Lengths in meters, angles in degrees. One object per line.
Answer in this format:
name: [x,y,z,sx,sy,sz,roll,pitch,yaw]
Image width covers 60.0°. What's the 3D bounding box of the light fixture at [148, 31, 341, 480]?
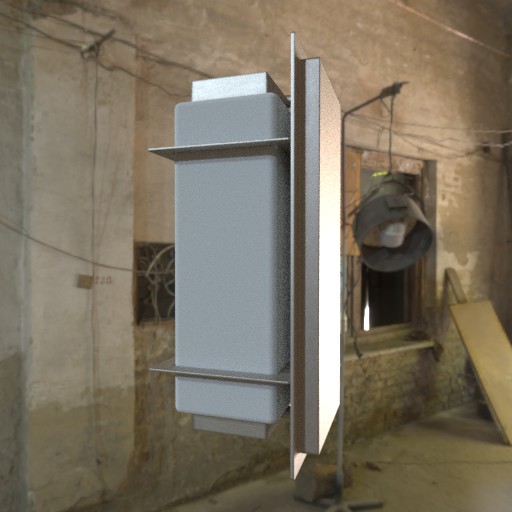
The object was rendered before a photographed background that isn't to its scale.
light fixture: [0.000,0.000,0.472,0.160,0.380,0.168,0,1,18]
